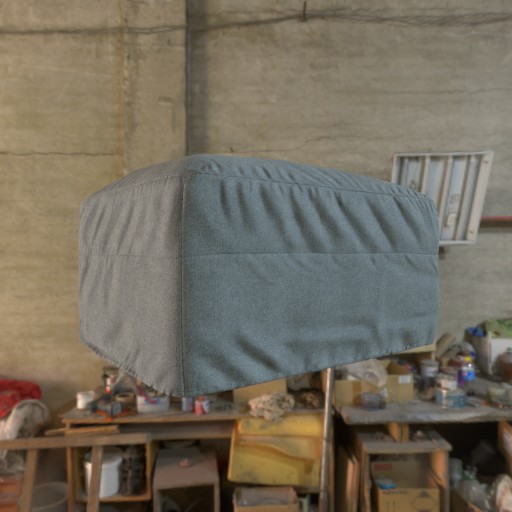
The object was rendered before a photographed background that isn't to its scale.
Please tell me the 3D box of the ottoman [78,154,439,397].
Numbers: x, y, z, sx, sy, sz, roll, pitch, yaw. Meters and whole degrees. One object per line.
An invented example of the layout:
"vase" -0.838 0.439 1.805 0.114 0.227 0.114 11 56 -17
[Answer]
"ottoman" 0.000 0.000 1.240 0.837 0.481 0.683 0 0 -37
